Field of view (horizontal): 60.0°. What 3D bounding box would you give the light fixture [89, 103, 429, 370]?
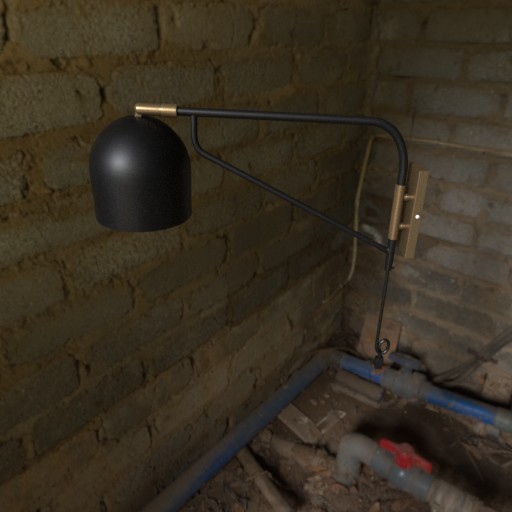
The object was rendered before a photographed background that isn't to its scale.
[{"bbox_3d":[0.000,0.000,1.057,0.720,0.696,0.215,1,27,1],"label":"light fixture"}]
